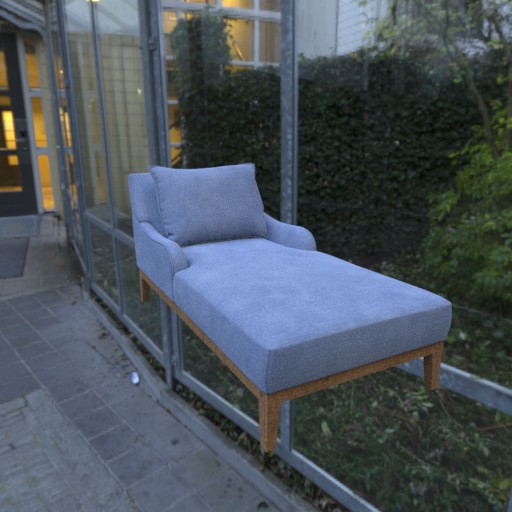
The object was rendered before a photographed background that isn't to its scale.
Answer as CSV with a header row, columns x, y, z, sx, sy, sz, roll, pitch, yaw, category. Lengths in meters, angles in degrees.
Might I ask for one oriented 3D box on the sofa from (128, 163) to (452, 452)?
x,y,z,sx,sy,sz,roll,pitch,yaw,category
0.000,0.000,2.334,0.904,0.883,1.779,-8,17,-27,sofa
